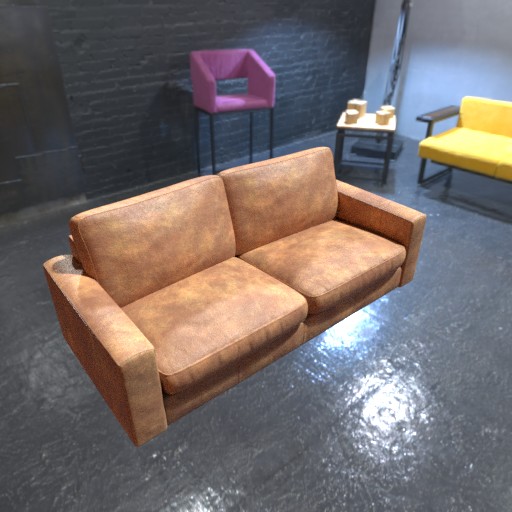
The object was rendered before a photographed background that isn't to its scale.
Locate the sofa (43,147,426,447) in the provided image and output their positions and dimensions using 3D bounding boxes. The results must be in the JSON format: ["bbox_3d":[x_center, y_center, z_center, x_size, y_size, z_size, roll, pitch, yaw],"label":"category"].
[{"bbox_3d":[0.000,0.000,2.717,2.179,0.873,1.016,-23,38,-33],"label":"sofa"}]
